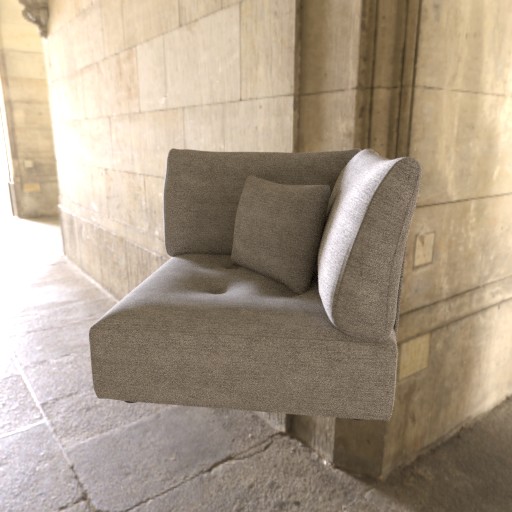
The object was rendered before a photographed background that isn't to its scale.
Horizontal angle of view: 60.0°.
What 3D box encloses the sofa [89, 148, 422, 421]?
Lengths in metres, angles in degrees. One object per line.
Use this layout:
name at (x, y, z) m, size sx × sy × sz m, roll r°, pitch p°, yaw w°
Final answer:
sofa at (0.000, 0.000, 1.766) m, size 1.000 × 0.820 × 1.000 m, roll 2°, pitch 15°, yaw 7°
